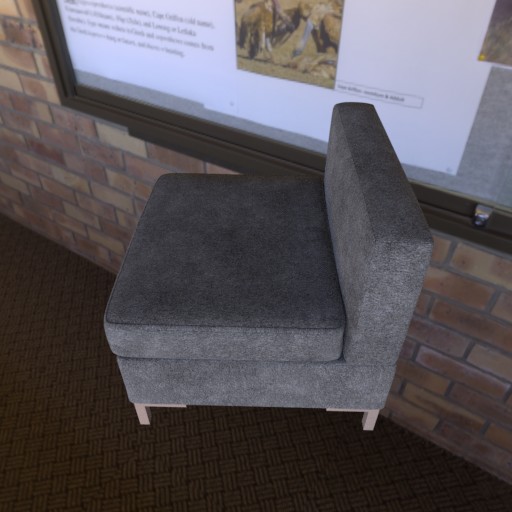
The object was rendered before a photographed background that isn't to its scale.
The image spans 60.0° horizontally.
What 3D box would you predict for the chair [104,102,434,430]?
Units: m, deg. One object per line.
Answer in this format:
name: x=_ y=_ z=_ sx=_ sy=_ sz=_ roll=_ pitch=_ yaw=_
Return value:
chair: x=0.000 y=0.000 z=1.237 sx=0.680 sy=0.660 sz=0.680 roll=1 pitch=40 yaw=1
